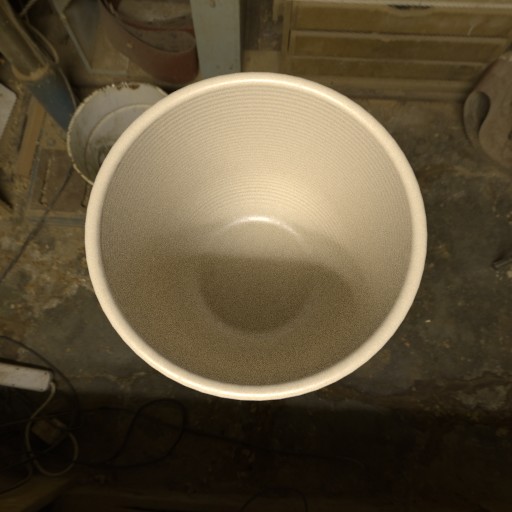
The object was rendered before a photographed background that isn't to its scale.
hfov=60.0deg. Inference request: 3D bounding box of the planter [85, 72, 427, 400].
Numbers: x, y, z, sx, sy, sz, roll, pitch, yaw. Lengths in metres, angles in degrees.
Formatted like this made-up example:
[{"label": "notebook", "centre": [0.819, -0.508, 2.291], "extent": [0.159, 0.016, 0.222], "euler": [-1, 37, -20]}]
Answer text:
[{"label": "planter", "centre": [0.000, 0.000, 0.292], "extent": [0.170, 0.153, 0.170], "euler": [0, 77, 0]}]
